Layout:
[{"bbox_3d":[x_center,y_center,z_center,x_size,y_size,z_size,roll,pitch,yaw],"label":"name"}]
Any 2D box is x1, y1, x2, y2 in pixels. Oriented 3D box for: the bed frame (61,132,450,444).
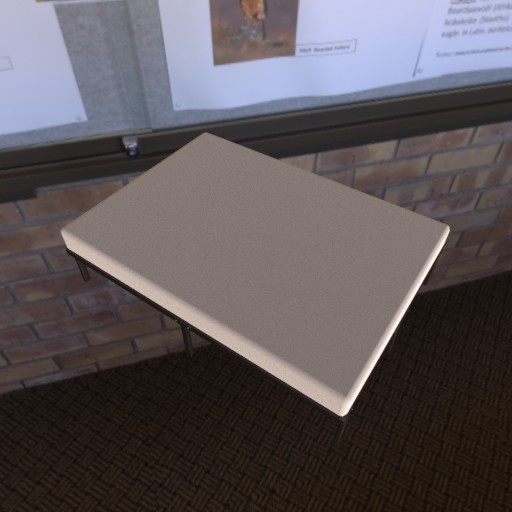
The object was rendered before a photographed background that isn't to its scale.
[{"bbox_3d":[0.000,0.000,3.859,2.842,0.680,2.205,33,54,28],"label":"bed frame"}]
